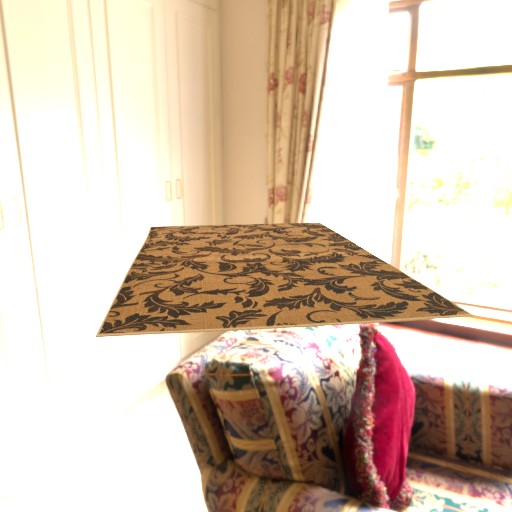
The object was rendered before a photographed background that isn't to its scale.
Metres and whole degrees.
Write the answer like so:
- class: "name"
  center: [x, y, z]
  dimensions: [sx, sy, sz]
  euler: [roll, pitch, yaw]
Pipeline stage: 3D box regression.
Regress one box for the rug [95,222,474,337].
- class: "rug"
  center: [0.000, 0.000, 2.821]
  dimensions: [1.522, 0.008, 2.284]
  euler: [-2, 14, -8]
